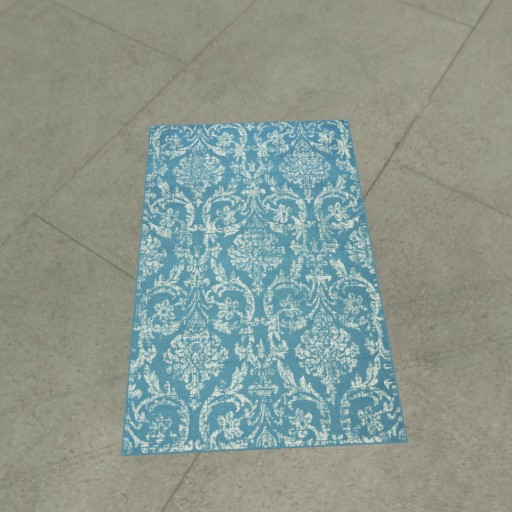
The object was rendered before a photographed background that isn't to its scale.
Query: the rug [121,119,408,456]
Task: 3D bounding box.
[{"bbox_3d":[0.000,0.000,3.425,1.816,0.018,2.746,-2,63,-1],"label":"rug"}]
